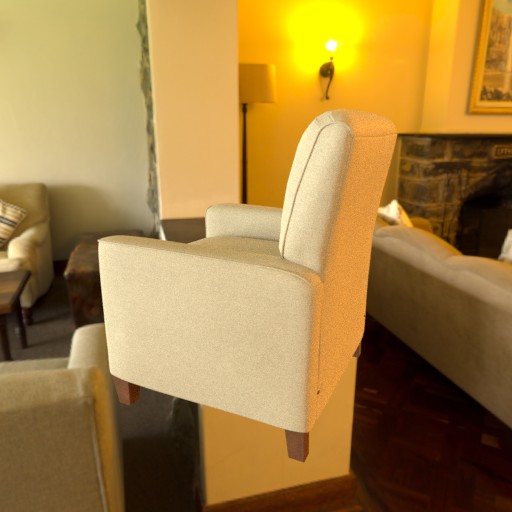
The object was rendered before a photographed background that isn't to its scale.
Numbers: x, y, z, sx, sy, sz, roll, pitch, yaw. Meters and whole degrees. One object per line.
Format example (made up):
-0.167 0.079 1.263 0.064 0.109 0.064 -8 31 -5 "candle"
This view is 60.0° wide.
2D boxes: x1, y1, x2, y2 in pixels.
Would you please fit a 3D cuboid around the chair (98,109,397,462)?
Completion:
0.000 0.000 1.661 0.858 1.023 0.841 8 18 24 "chair"
